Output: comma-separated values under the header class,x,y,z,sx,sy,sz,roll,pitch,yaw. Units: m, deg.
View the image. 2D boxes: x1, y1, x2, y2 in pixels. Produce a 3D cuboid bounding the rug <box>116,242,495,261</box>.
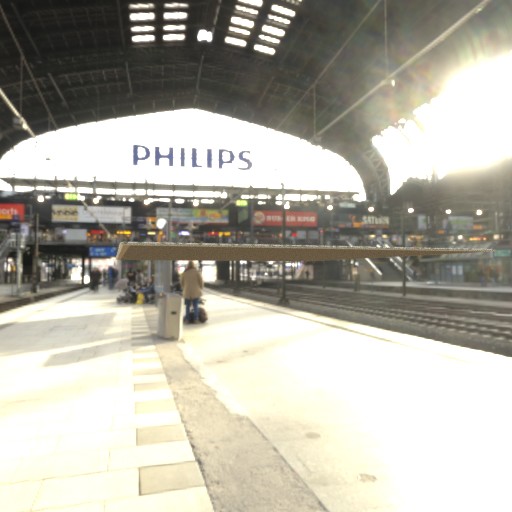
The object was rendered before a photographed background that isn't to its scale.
class,x,y,z,sx,sy,sz,roll,pitch,yaw
rug,0.000,0.000,4.077,2.441,0.017,3.050,1,-2,-18
